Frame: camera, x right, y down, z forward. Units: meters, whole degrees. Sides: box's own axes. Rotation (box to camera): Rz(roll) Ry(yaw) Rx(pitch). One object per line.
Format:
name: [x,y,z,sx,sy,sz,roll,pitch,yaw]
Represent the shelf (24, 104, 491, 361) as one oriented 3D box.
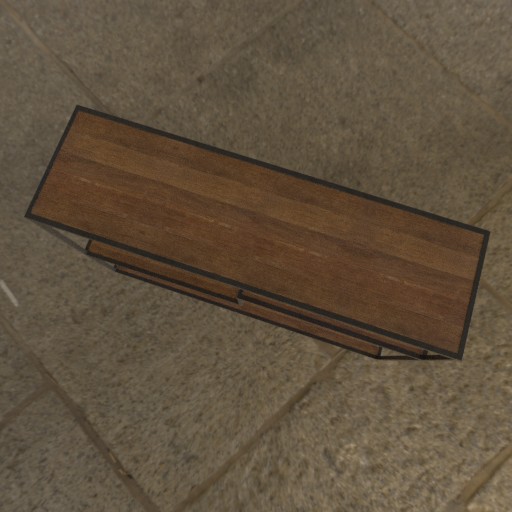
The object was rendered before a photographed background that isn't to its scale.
shelf: [0.000,0.000,1.559,1.201,0.765,0.361,18,78,4]
